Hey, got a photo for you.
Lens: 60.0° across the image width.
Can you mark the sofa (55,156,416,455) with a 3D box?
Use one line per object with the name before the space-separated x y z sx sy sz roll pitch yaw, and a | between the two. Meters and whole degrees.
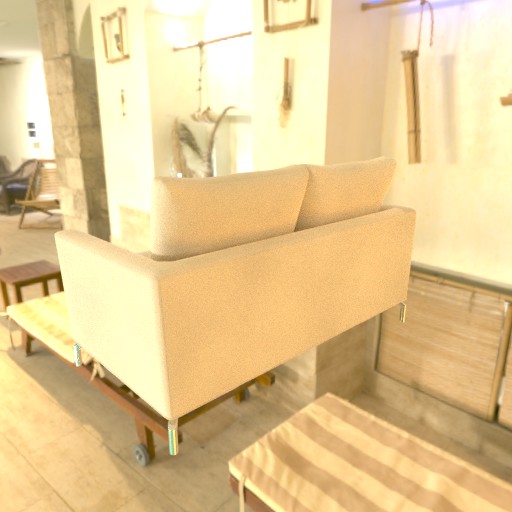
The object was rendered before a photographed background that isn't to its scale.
sofa | 0.000 0.000 2.357 1.739 0.995 0.906 -15 22 -41
